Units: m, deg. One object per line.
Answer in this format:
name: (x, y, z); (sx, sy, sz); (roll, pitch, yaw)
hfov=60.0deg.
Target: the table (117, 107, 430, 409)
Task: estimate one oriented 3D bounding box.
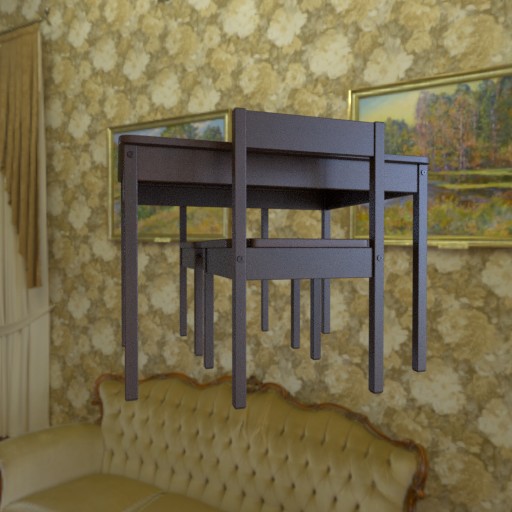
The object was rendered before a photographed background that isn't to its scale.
table: (0.000, 0.000, 1.095); (0.650, 0.503, 0.672); (0, 1, -18)
